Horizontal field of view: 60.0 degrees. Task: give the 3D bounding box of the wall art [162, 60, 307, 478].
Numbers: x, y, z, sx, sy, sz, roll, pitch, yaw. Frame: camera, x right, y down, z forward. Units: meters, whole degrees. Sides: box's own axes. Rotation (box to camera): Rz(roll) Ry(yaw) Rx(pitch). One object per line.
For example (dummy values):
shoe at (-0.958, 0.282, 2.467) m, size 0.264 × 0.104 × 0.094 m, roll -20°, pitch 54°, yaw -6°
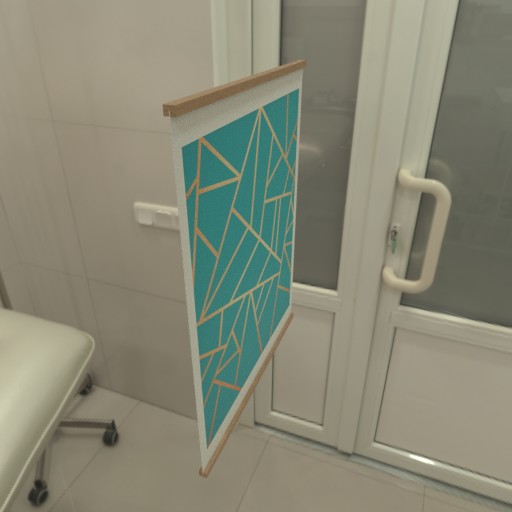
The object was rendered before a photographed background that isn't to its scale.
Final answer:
wall art at (0.000, 0.000, 0.669) m, size 0.012 × 0.508 × 0.405 m, roll 11°, pitch 31°, yaw 19°
